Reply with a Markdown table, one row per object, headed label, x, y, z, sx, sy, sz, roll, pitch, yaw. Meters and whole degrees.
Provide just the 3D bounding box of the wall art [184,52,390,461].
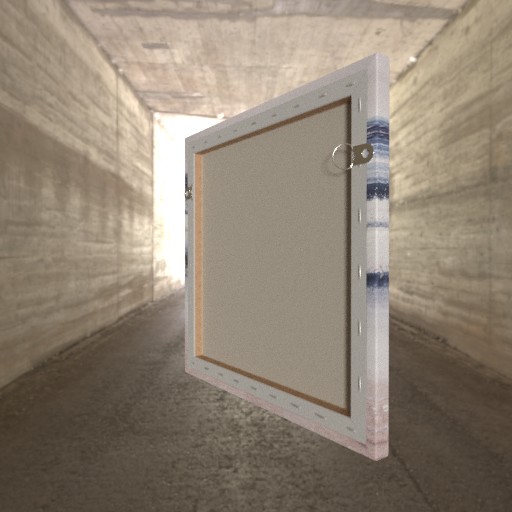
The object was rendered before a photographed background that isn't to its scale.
| label | x | y | z | sx | sy | sz | roll | pitch | yaw |
| --- | --- | --- | --- | --- | --- | --- | --- | --- | --- |
| wall art | 0.000 | 0.000 | 1.113 | 0.065 | 0.747 | 0.755 | 0 | 1 | -36 |
